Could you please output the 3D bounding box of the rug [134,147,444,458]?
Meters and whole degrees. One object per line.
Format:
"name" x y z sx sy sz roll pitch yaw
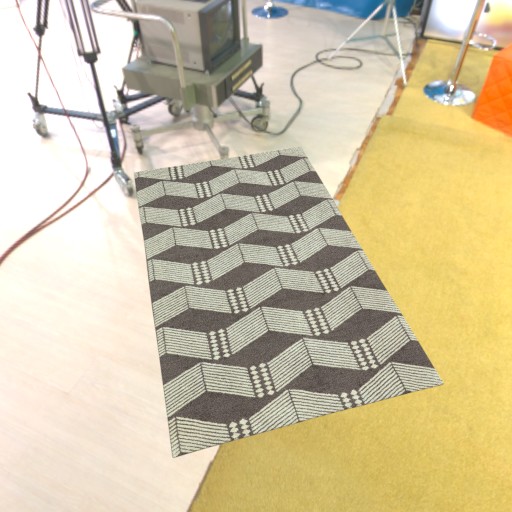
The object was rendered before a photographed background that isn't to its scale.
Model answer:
"rug" 0.000 0.000 3.137 1.517 0.011 2.435 -11 48 -10
